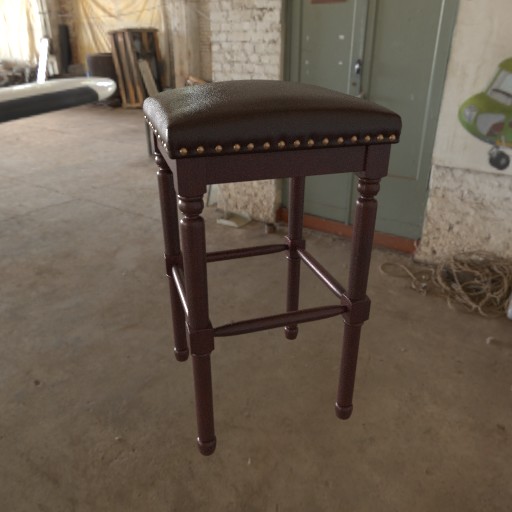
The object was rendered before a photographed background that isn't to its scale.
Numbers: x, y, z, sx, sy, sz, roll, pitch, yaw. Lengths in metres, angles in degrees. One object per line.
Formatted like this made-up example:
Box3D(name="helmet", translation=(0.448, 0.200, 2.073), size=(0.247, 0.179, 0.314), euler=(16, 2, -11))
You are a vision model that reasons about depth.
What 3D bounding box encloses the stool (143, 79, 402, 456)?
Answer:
Box3D(name="stool", translation=(0.000, 0.000, 0.950), size=(0.383, 0.702, 0.382), euler=(-8, 26, -16))
